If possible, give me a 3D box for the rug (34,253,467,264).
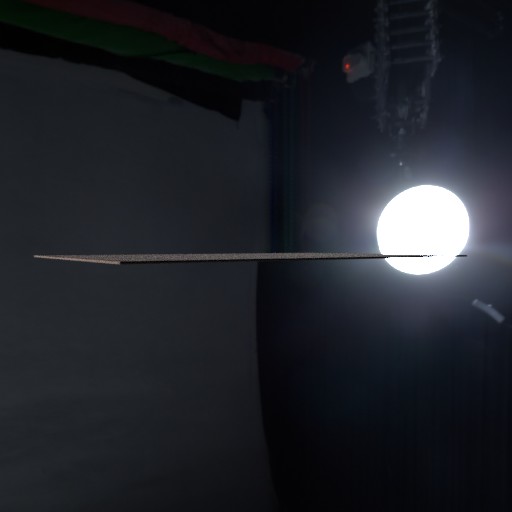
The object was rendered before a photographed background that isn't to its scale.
[{"bbox_3d":[0.000,0.000,2.798,2.286,0.011,1.524,-1,1,-37],"label":"rug"}]
